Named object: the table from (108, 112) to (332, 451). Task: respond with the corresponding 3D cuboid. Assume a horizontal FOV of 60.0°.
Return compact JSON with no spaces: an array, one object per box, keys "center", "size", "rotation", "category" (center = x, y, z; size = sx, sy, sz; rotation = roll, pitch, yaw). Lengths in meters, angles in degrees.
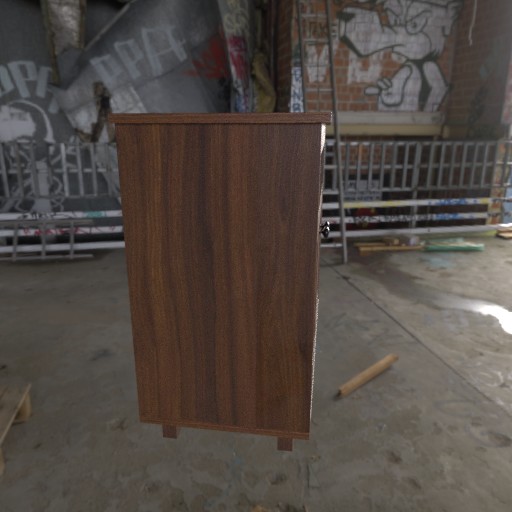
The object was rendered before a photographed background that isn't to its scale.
[{"center":[0.000,0.000,1.217],"size":[0.390,0.725,0.802],"rotation":[3,16,9],"category":"table"}]
